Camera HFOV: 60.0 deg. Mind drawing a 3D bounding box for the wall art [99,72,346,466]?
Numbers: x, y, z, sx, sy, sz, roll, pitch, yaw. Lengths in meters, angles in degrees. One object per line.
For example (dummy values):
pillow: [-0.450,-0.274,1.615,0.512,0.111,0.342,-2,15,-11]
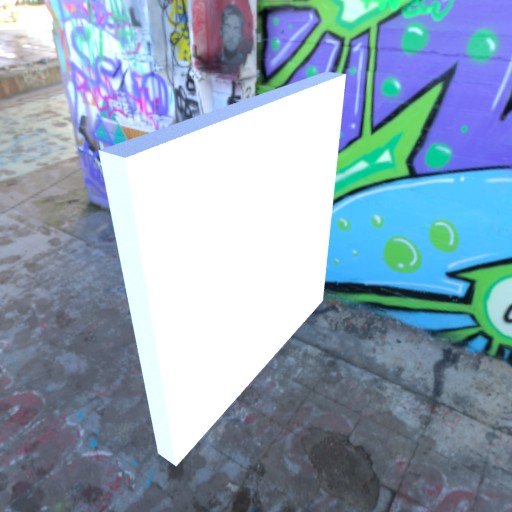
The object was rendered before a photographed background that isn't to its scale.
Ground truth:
wall art: [0.000,0.000,0.525,0.027,0.355,0.355,20,38,28]
